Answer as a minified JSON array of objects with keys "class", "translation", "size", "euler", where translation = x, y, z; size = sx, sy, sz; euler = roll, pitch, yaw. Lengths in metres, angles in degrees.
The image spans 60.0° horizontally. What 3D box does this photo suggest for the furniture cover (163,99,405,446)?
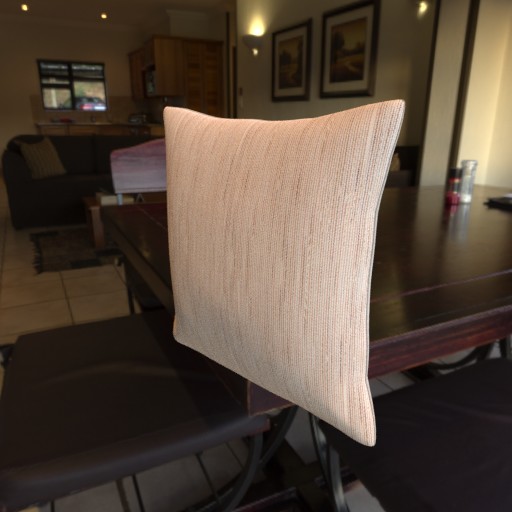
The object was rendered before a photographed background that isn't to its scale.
[{"class":"furniture cover","translation":[0.000,0.000,0.778],"size":[0.512,0.506,0.178],"euler":[16,23,42]}]
